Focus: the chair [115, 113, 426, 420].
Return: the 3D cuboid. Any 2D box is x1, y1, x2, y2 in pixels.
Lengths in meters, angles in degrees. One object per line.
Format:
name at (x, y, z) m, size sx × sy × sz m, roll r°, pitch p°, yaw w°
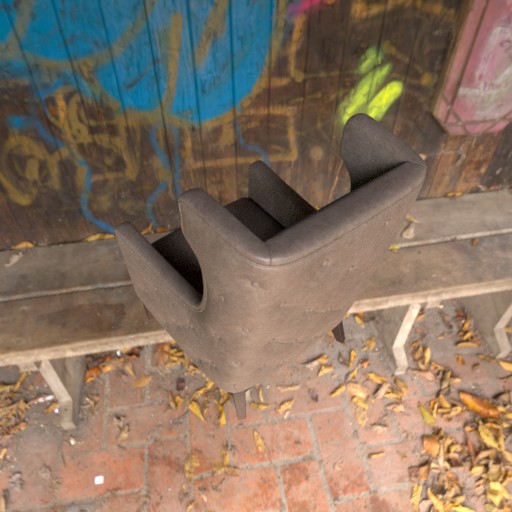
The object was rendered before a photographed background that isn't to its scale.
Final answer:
chair at (0.000, 0.000, 1.706) m, size 0.769 × 1.079 × 0.899 m, roll -30°, pitch 53°, yaw -26°
